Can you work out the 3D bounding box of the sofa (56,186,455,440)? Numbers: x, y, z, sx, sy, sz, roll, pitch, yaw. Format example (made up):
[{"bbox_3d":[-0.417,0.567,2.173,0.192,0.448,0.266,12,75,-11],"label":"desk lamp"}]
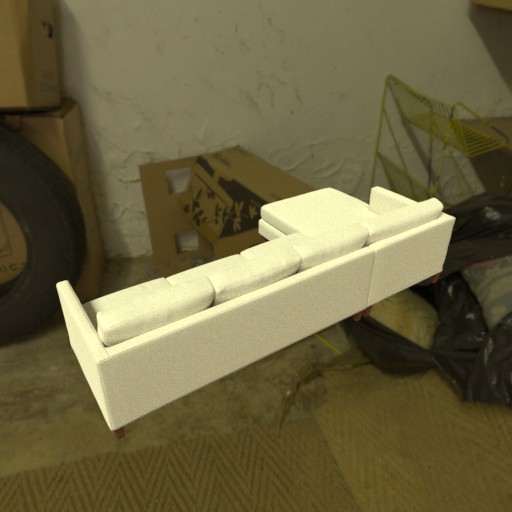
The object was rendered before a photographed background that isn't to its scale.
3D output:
[{"bbox_3d":[0.000,0.000,3.838,3.186,0.846,1.625,-19,36,-29],"label":"sofa"}]
